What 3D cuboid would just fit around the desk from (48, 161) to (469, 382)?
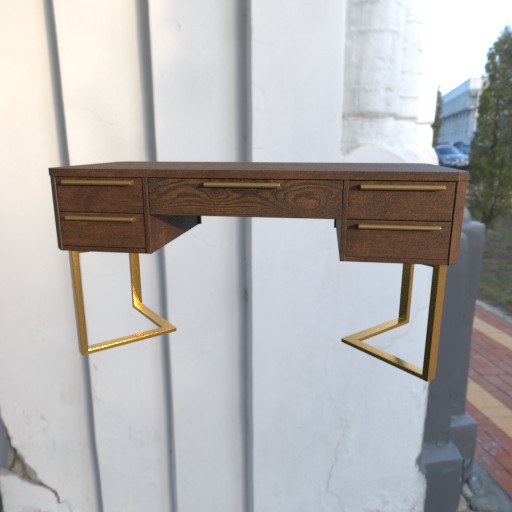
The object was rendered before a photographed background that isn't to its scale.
[{"bbox_3d":[0.000,0.000,1.904,1.479,0.762,0.684,2,14,8],"label":"desk"}]
